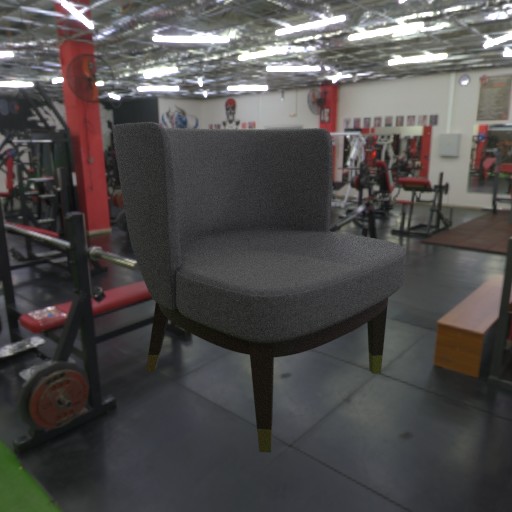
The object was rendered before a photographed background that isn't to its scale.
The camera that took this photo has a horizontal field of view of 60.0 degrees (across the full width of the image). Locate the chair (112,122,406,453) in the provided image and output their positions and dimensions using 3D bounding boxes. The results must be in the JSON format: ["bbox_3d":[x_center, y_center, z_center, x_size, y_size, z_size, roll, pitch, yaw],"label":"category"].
[{"bbox_3d":[0.000,0.000,1.229,0.698,0.695,0.639,14,20,43],"label":"chair"}]
